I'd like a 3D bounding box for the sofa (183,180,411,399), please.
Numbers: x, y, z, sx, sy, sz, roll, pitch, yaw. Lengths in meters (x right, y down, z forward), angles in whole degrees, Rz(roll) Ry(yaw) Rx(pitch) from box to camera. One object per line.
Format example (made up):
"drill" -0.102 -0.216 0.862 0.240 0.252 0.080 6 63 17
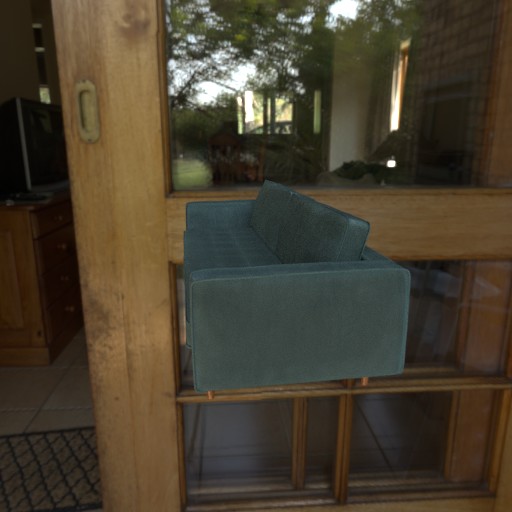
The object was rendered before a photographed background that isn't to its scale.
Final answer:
"sofa" 0.000 0.000 2.729 0.886 0.781 2.214 -2 15 -9
